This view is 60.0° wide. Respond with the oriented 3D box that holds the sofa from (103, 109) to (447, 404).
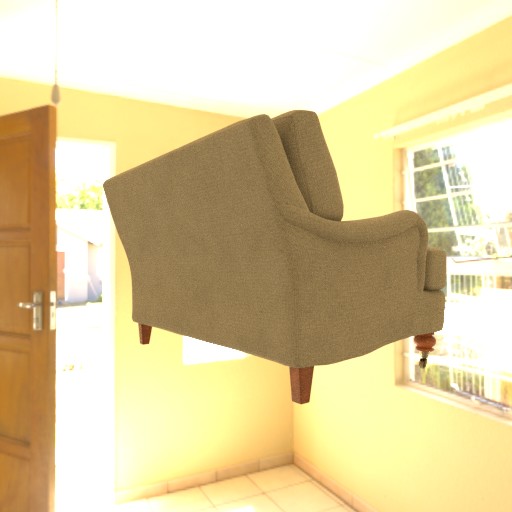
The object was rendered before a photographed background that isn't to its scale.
[{"bbox_3d":[0.000,0.000,2.208,1.087,0.999,1.480,1,-1,-37],"label":"sofa"}]
